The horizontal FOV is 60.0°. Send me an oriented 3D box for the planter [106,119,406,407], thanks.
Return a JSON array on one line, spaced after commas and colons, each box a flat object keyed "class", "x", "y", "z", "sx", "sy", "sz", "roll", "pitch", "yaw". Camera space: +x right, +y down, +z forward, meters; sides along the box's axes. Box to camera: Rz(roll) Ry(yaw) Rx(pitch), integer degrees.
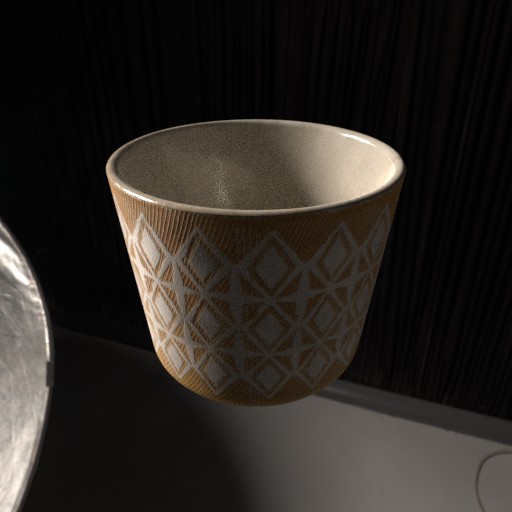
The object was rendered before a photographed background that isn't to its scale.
[{"class": "planter", "x": 0.000, "y": 0.000, "z": 0.220, "sx": 0.126, "sy": 0.104, "sz": 0.126, "roll": 0, "pitch": 30, "yaw": 0}]
